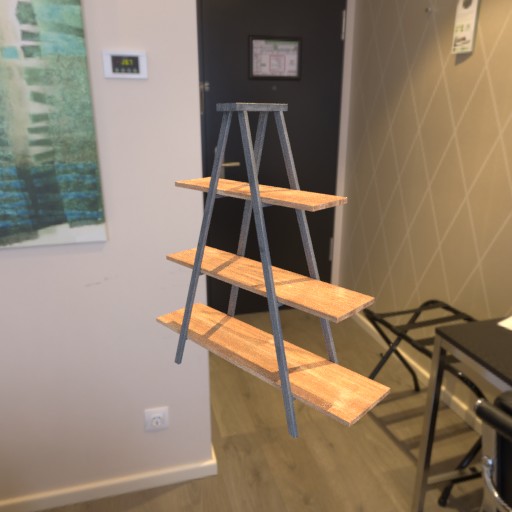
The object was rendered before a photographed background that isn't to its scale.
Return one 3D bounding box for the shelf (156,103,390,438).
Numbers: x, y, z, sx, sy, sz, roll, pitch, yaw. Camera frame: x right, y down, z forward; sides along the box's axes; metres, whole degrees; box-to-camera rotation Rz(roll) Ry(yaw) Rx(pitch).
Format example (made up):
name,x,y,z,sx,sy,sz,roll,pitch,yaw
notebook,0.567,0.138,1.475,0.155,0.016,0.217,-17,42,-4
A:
name,x,y,z,sx,sy,sz,roll,pitch,yaw
shelf,0.000,0.000,2.782,1.746,1.808,0.508,17,24,42
